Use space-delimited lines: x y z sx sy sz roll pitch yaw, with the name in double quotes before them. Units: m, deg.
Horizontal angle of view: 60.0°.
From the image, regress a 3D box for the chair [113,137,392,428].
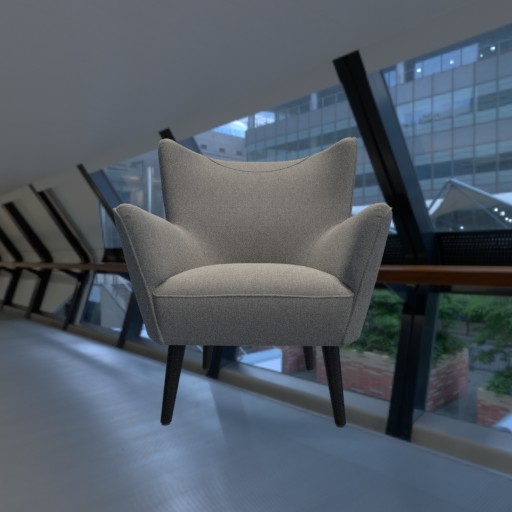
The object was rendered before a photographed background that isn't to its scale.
"chair" 0.000 0.000 1.591 0.781 0.933 0.888 0 1 2
